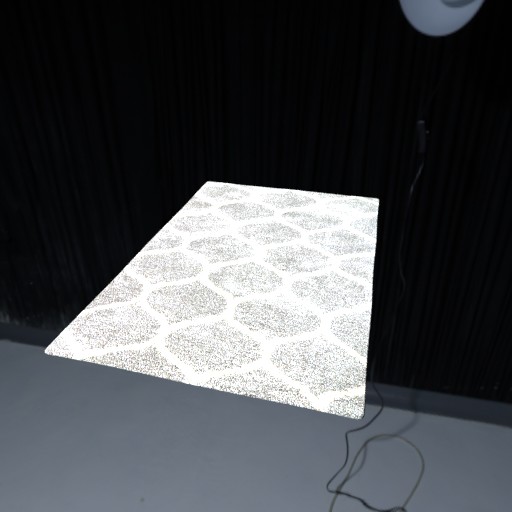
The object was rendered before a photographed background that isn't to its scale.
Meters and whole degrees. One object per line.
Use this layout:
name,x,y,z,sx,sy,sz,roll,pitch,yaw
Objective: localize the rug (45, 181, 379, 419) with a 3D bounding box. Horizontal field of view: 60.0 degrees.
rug,0.000,0.000,3.453,1.801,0.026,2.701,8,32,13
